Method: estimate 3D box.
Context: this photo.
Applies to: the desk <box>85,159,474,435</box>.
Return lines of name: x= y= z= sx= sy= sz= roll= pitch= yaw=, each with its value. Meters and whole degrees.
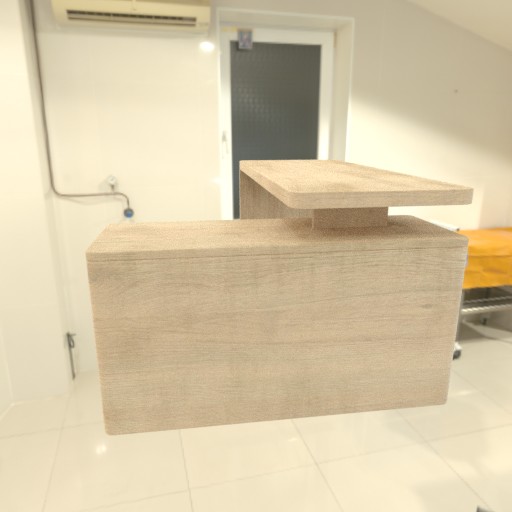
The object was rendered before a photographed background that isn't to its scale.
desk: x=0.000 y=0.000 z=2.038 sx=1.175 sy=0.770 sz=1.400 roll=-2 pitch=16 yaw=-8
